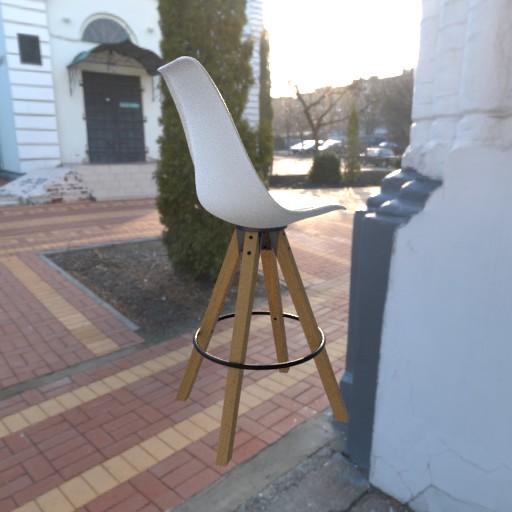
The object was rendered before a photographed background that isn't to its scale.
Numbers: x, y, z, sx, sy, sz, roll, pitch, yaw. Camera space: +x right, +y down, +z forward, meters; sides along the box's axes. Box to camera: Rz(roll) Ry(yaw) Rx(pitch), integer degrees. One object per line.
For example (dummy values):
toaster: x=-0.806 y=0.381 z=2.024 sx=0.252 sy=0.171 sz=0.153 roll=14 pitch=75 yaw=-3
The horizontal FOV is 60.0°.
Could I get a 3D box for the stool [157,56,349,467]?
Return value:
stool: x=0.000 y=0.000 z=1.421 sx=0.549 sy=1.115 sz=0.482 roll=-7 pitch=16 yaw=-27
